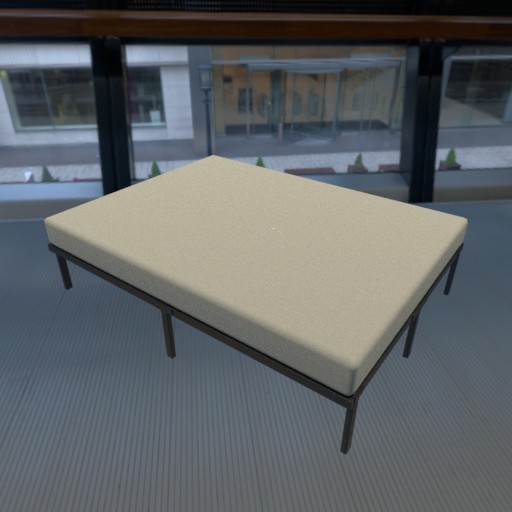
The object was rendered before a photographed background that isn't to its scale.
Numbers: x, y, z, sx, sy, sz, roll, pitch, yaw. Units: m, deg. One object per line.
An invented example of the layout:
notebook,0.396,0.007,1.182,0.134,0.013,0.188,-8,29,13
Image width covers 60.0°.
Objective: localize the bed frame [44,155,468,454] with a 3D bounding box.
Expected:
bed frame,0.000,0.000,3.551,2.635,0.680,1.990,21,36,31
